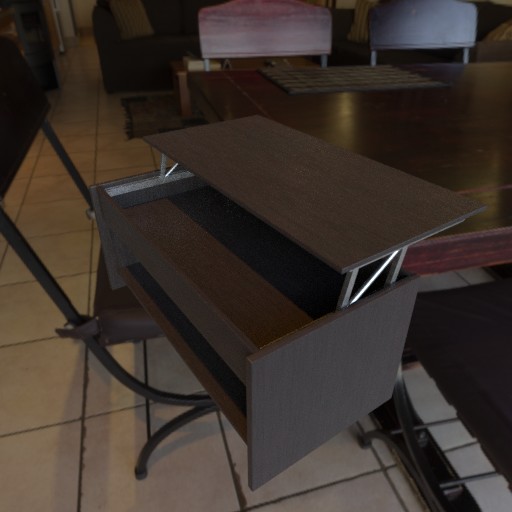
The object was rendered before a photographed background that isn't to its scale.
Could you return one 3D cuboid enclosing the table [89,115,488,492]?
[{"bbox_3d":[0.000,0.000,1.431,0.712,0.570,1.000,-20,38,-29],"label":"table"}]
